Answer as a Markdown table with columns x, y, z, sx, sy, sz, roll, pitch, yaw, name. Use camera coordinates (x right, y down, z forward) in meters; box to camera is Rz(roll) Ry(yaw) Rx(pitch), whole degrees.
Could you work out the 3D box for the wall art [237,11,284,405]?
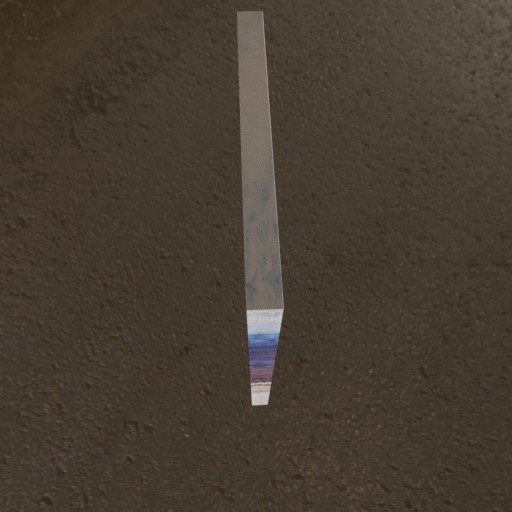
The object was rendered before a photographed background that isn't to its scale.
| x | y | z | sx | sy | sz | roll | pitch | yaw | name |
| --- | --- | --- | --- | --- | --- | --- | --- | --- | --- |
| 0.000 | 0.000 | 1.086 | 0.048 | 0.874 | 0.583 | -2 | 64 | -1 | wall art |
